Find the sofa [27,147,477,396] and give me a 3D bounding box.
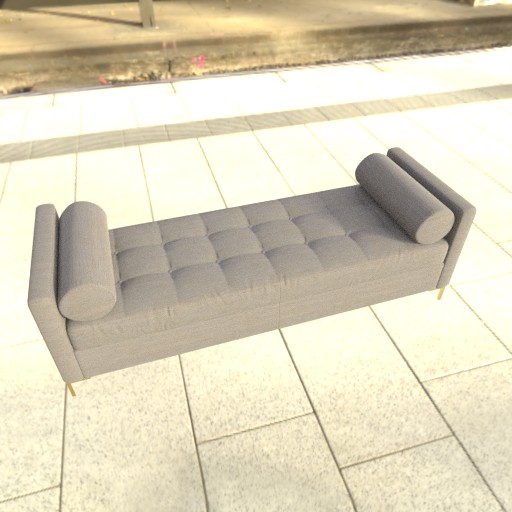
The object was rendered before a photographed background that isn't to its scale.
[{"bbox_3d":[0.000,0.000,2.282,1.981,0.635,0.686,-12,42,-14],"label":"sofa"}]
